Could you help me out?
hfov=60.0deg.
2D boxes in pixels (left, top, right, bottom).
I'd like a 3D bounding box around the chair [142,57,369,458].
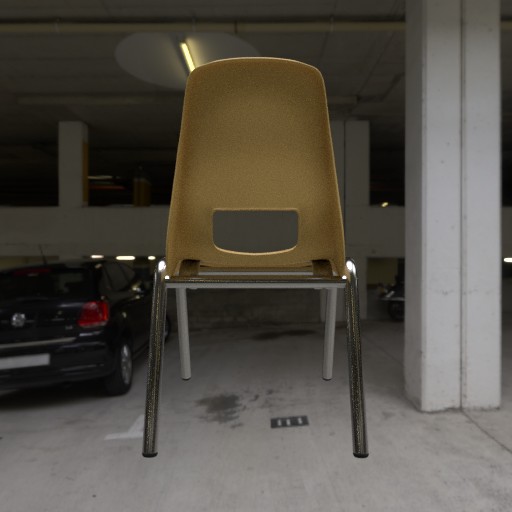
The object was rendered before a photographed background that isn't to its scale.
[{"bbox_3d":[0.000,0.000,0.843,0.354,0.586,0.423,0,0,0],"label":"chair"}]
